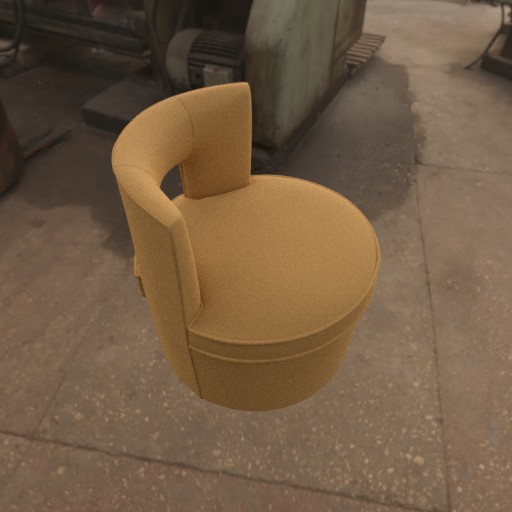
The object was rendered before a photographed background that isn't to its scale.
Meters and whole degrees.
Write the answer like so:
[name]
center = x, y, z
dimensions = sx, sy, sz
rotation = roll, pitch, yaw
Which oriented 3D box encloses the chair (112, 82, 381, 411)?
[chair]
center = 0.000, 0.000, 1.236
dimensions = 0.665, 0.723, 0.650
rotation = 9, 46, 9
